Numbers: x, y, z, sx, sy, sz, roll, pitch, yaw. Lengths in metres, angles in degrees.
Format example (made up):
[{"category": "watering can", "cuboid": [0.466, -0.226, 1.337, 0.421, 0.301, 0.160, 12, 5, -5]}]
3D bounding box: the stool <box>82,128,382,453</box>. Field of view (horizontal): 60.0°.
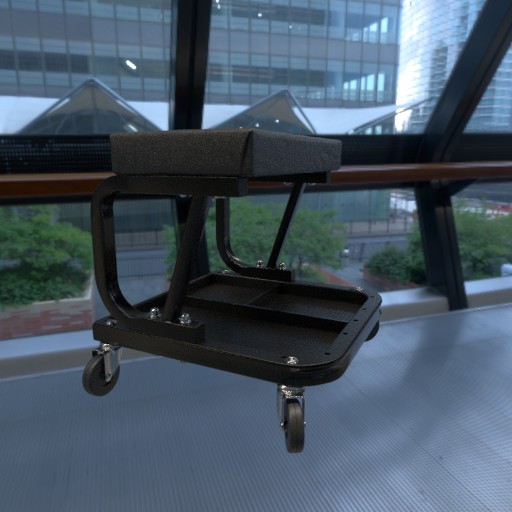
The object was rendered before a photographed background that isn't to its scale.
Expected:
[{"category": "stool", "cuboid": [0.000, 0.000, 0.726, 0.371, 0.380, 0.446, 6, 14, 26]}]
